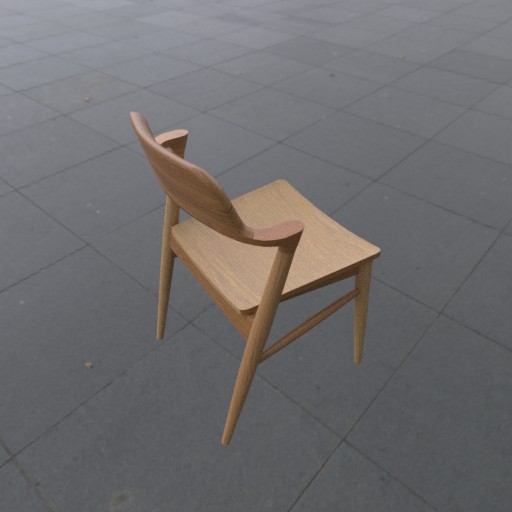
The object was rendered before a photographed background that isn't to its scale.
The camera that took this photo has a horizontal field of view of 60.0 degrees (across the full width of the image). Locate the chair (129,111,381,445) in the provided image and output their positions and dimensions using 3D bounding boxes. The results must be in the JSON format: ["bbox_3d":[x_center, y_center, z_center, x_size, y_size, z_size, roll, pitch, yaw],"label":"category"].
[{"bbox_3d":[0.000,0.000,1.174,0.499,0.792,0.512,-23,46,-25],"label":"chair"}]
